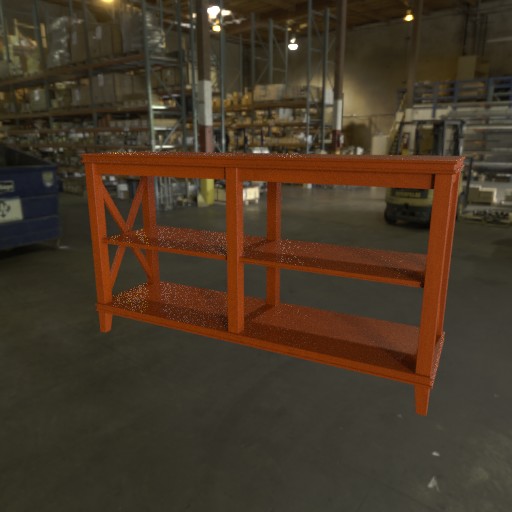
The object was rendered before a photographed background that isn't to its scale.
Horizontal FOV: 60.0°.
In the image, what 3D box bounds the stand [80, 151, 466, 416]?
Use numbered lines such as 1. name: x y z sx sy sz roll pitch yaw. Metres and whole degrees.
1. stand: 0.000 0.000 1.710 1.372 0.762 0.381 7 16 26
